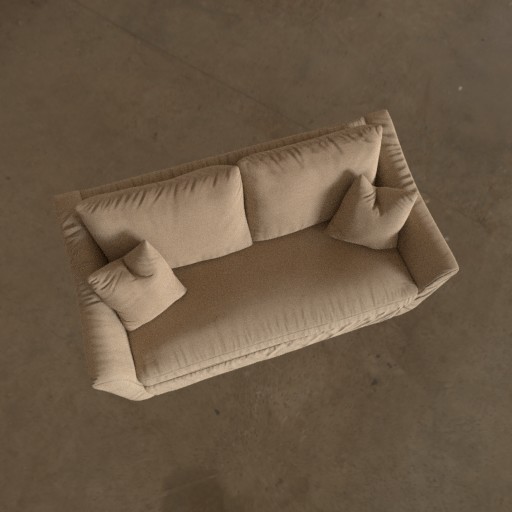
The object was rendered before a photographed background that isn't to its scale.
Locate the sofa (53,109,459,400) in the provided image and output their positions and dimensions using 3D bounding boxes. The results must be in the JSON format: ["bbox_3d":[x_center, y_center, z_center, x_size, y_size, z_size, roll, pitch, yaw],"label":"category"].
[{"bbox_3d":[0.000,0.000,2.639,2.010,1.018,1.072,-17,66,-7],"label":"sofa"}]
